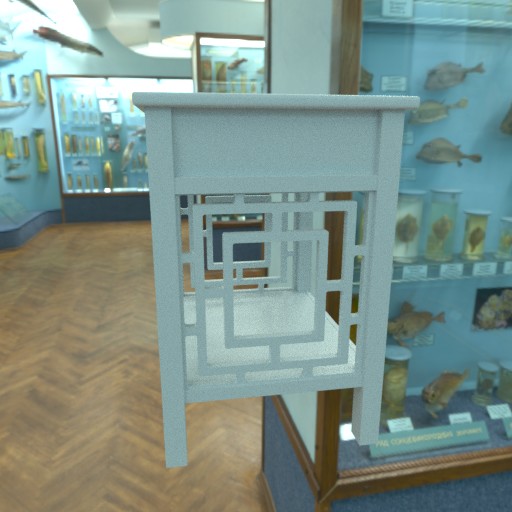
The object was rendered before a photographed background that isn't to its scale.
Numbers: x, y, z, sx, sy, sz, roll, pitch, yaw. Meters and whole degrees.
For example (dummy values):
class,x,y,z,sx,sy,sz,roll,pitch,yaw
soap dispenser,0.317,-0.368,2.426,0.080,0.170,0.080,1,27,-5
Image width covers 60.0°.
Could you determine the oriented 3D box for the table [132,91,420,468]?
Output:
class,x,y,z,sx,sy,sz,roll,pitch,yaw
table,0.000,0.000,1.012,0.451,0.646,0.564,-2,15,-9
